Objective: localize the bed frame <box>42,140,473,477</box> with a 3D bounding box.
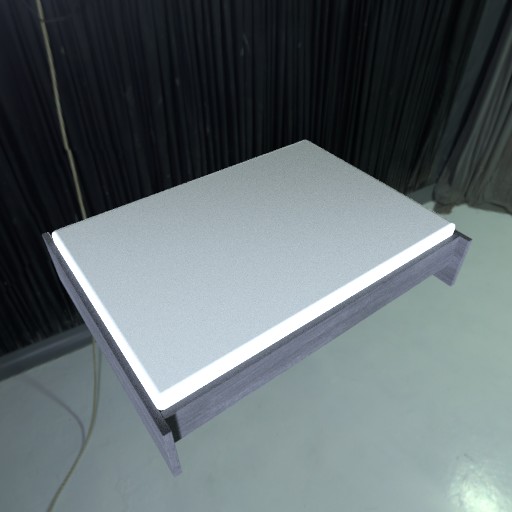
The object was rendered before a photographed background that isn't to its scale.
[{"bbox_3d":[0.000,0.000,2.620,1.950,0.432,1.490,-26,48,-26],"label":"bed frame"}]
